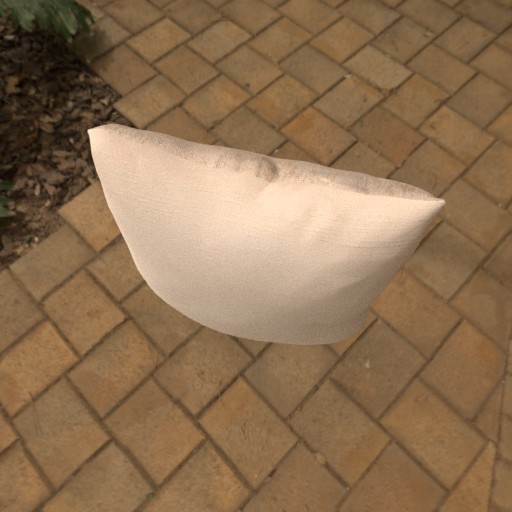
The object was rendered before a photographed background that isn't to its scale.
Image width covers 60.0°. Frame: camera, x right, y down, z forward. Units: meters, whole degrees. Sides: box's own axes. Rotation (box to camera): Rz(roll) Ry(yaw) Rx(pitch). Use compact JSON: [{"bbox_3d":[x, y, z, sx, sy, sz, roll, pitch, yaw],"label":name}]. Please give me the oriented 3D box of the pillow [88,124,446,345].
[{"bbox_3d":[0.000,0.000,0.720,0.450,0.448,0.245,15,65,7],"label":"pillow"}]
